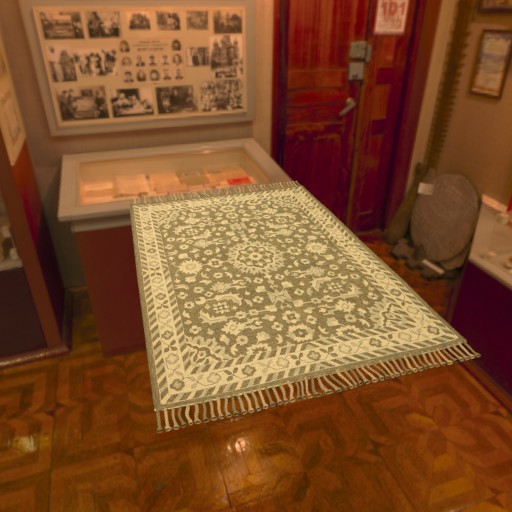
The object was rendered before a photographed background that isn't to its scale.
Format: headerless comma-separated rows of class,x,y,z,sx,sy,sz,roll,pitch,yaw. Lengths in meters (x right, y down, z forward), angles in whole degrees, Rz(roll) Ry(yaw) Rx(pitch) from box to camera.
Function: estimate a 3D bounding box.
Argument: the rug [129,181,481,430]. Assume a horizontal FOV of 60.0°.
rug,0.000,0.000,2.918,1.530,0.025,2.431,-8,31,-14
